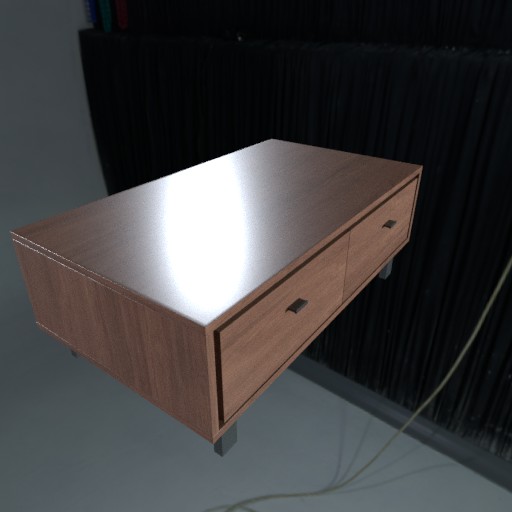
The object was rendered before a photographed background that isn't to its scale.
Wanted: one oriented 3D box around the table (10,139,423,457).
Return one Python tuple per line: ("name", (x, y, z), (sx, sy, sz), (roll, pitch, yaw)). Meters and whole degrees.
("table", (0.000, 0.000, 1.275), (0.600, 0.380, 1.020), (19, 34, 31))
